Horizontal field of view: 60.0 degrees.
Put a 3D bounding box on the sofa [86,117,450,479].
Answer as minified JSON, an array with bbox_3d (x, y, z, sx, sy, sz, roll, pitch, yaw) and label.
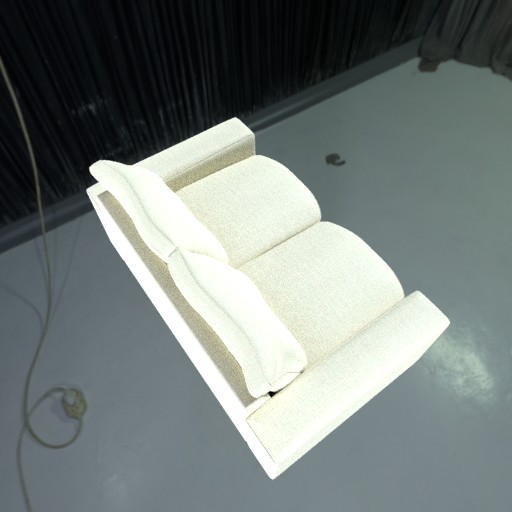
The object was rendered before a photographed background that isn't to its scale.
[{"bbox_3d":[0.000,0.000,2.351,1.091,0.875,1.754,-32,63,-19],"label":"sofa"}]
